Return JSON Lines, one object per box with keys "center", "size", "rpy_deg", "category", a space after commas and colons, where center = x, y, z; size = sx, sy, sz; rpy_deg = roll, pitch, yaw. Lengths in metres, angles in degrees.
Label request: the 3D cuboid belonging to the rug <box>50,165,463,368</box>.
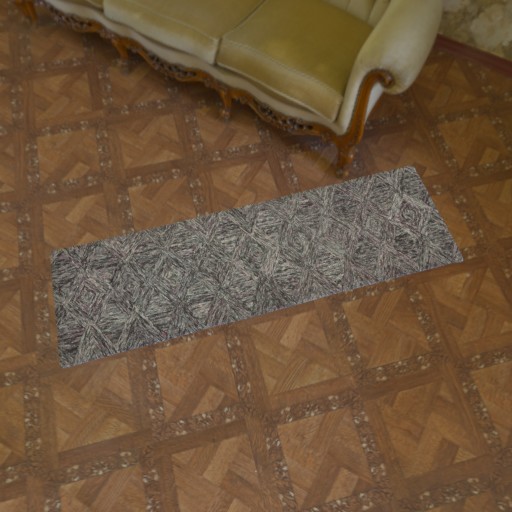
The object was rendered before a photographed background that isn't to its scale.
{"center": [0.000, 0.000, 2.573], "size": [2.305, 0.013, 0.719], "rpy_deg": [-14, 65, -7], "category": "rug"}
